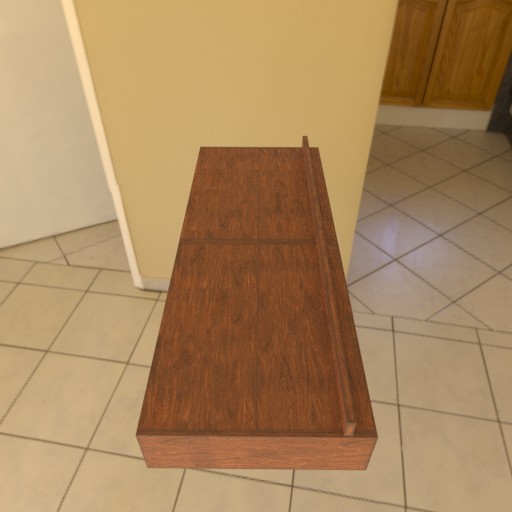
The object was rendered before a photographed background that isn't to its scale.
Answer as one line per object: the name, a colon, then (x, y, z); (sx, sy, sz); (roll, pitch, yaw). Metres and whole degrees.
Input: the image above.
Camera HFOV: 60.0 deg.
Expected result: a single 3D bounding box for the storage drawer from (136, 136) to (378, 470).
storage drawer: (0.000, 0.000, 2.155); (0.774, 0.339, 1.914); (0, 41, 0)
